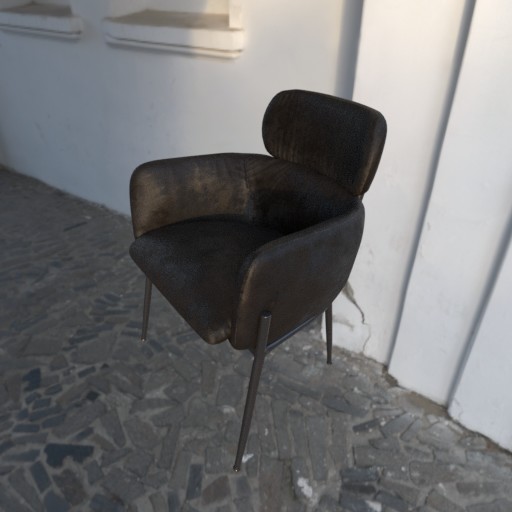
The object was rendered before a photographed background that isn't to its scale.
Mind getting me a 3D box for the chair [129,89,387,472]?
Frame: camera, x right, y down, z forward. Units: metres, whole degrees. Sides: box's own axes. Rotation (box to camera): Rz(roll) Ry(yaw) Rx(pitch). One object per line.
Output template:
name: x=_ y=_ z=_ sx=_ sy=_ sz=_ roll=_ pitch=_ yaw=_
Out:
chair: x=0.000 y=0.000 z=1.293 sx=0.604 sy=0.818 sz=0.640 roll=-21 pitch=38 yaw=-29
